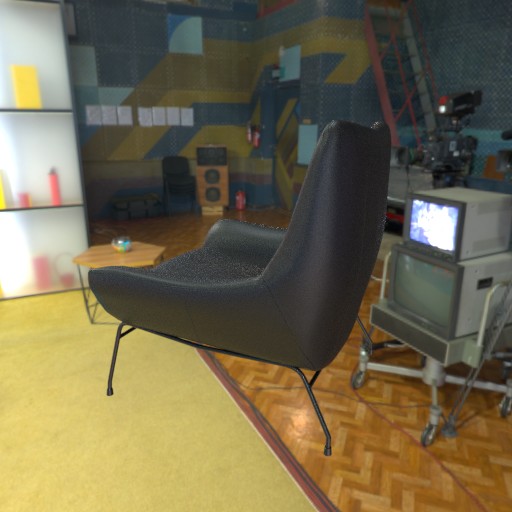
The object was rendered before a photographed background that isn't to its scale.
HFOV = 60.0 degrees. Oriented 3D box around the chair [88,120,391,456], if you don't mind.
[{"bbox_3d":[0.000,0.000,1.577,0.826,0.922,0.836,8,18,24],"label":"chair"}]
